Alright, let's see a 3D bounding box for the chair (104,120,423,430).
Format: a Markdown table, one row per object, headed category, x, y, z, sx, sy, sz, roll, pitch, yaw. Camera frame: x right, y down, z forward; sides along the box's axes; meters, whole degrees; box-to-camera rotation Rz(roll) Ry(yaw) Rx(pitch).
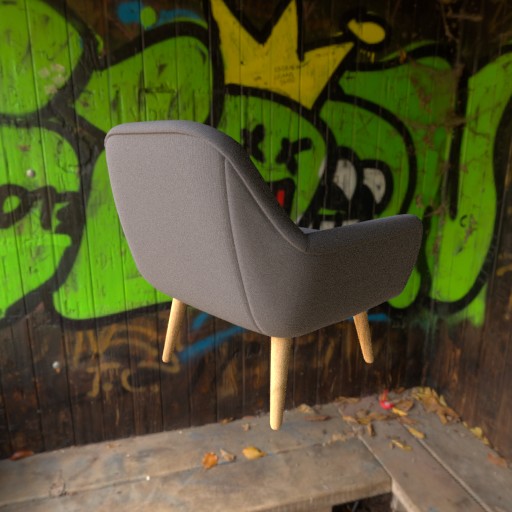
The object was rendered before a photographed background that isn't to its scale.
| category | x | y | z | sx | sy | sz | roll | pitch | yaw |
| --- | --- | --- | --- | --- | --- | --- | --- | --- | --- |
| chair | 0.000 | 0.000 | 1.407 | 0.779 | 0.800 | 0.770 | -14 | 20 | -43 |
